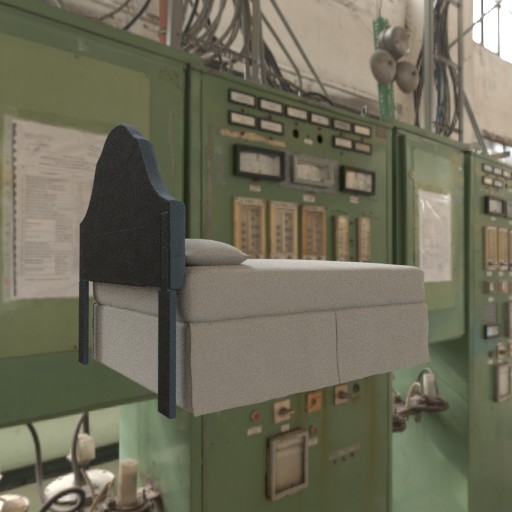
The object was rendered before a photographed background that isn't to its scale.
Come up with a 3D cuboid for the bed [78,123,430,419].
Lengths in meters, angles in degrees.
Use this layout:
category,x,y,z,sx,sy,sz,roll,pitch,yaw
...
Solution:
category,x,y,z,sx,sy,sz,roll,pitch,yaw
bed,0.000,0.000,3.341,2.155,1.575,1.636,1,-1,-37
